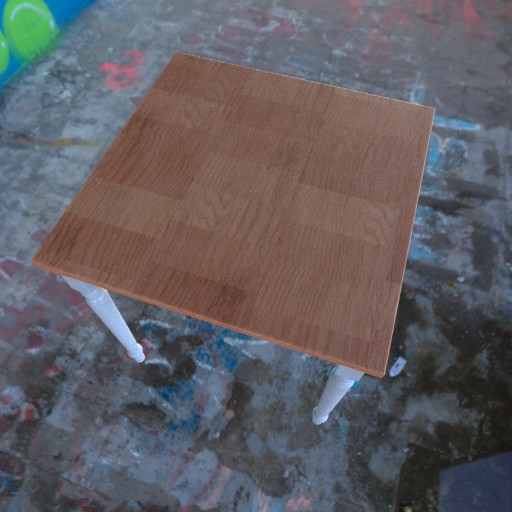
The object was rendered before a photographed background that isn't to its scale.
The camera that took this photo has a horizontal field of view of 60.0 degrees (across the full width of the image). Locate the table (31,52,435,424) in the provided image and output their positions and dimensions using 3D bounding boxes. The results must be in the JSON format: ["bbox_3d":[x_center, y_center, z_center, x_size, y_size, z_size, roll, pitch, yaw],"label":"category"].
[{"bbox_3d":[0.000,0.000,1.365,0.747,0.738,0.747,16,60,10],"label":"table"}]
